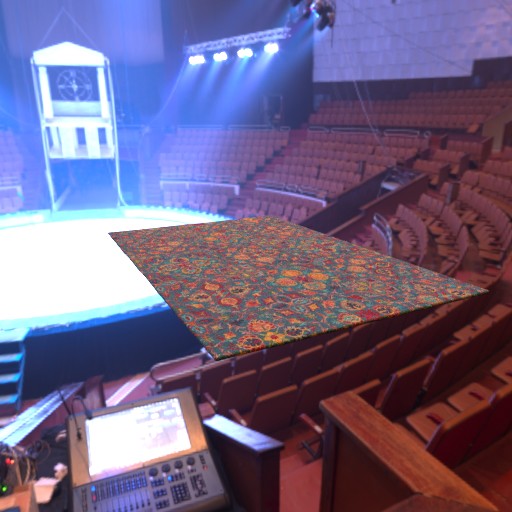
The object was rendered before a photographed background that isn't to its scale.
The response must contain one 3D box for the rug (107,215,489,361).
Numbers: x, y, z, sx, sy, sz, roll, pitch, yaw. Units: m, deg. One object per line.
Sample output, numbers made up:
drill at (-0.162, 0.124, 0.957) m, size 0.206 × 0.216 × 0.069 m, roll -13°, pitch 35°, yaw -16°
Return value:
rug at (0.000, 0.000, 2.338) m, size 1.216 × 0.014 × 1.836 m, roll -8°, pitch 18°, yaw -26°
